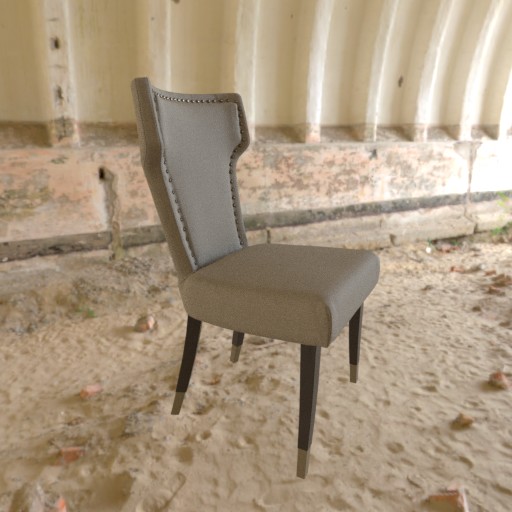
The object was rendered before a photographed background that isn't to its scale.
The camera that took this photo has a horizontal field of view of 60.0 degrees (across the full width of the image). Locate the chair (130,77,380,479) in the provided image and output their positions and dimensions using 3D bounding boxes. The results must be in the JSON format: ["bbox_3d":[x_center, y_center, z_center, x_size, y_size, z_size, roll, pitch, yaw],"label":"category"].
[{"bbox_3d":[0.000,0.000,1.304,0.630,0.955,0.526,8,17,26],"label":"chair"}]
